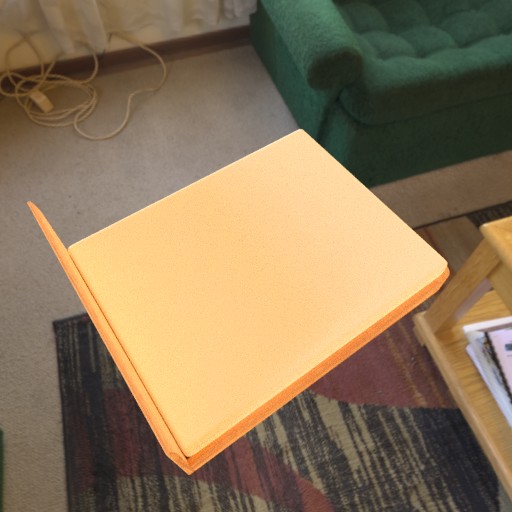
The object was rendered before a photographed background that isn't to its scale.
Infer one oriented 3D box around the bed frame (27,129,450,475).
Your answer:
[{"bbox_3d":[0.000,0.000,2.937,2.092,0.940,1.660,-31,63,-18],"label":"bed frame"}]
